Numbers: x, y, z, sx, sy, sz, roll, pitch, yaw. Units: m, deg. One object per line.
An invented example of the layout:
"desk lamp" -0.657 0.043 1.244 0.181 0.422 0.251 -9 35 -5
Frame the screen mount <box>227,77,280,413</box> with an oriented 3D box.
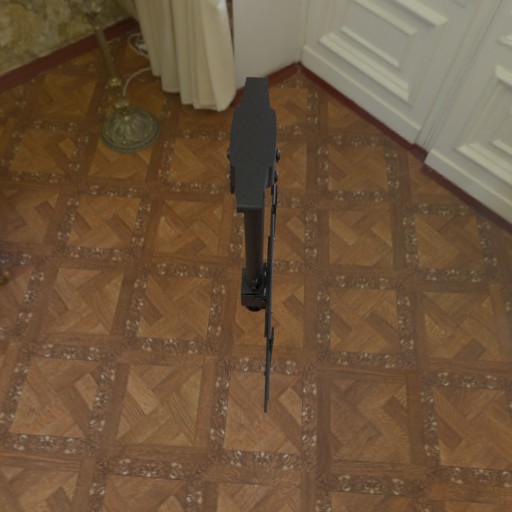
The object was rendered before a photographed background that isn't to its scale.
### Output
"screen mount" 0.000 0.000 1.003 0.090 0.775 0.595 2 63 1
